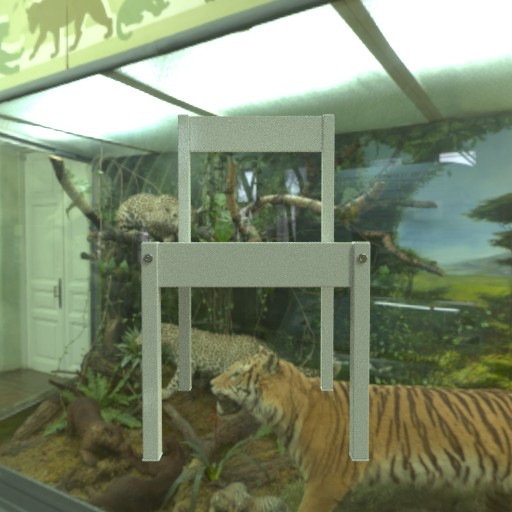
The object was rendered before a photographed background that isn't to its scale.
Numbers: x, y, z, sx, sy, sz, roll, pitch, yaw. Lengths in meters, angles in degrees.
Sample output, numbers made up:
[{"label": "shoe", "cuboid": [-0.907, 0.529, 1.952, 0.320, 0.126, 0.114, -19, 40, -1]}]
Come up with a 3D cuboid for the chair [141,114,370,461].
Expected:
[{"label": "chair", "cuboid": [0.000, 0.000, 0.687, 0.285, 0.505, 0.285, 0, 2, 0]}]
